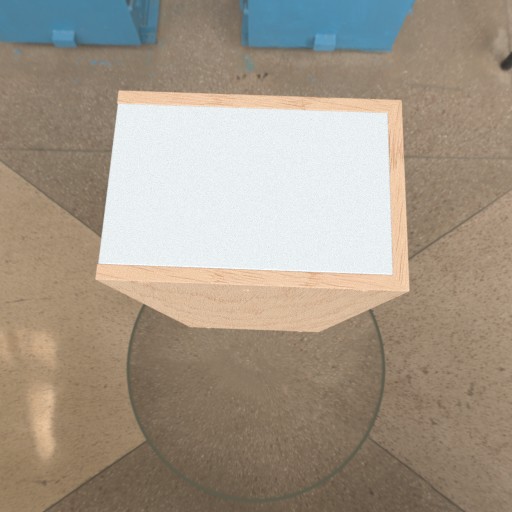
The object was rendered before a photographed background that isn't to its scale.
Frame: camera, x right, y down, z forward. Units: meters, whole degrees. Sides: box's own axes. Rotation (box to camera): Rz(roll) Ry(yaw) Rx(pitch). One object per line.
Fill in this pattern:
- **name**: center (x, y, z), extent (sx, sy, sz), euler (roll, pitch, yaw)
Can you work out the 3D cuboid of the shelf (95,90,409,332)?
- **shelf**: center (0.000, 0.000, 0.723), extent (0.290, 0.600, 0.200), euler (2, 77, 1)
